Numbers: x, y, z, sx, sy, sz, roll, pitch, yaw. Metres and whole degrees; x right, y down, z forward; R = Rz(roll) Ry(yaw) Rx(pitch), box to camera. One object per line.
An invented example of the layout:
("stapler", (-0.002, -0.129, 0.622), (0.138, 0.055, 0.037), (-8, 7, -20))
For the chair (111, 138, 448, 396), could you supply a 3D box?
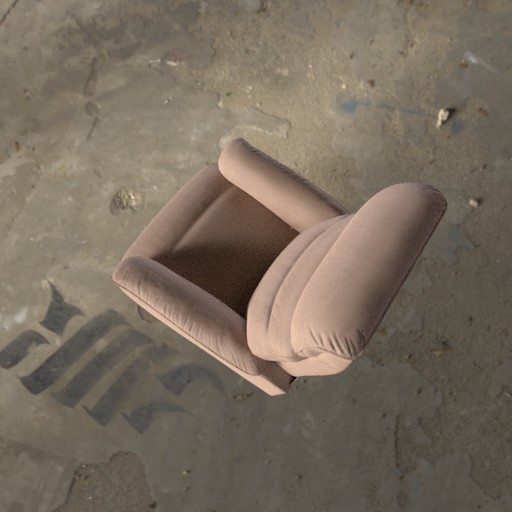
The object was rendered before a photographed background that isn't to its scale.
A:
("chair", (0.000, 0.000, 1.745), (1.004, 1.037, 0.820), (32, 68, 14))
